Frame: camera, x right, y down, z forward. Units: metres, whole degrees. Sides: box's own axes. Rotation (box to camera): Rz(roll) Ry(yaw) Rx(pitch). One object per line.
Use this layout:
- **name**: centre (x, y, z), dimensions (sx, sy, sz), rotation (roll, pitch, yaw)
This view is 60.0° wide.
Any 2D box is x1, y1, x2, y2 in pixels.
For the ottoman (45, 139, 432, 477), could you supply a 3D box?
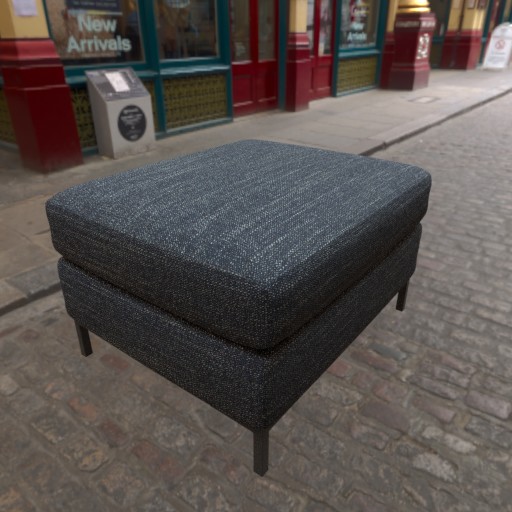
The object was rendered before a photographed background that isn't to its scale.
- **ottoman**: centre (0.000, 0.000, 1.208), dimensions (0.667, 0.491, 0.814), rotation (19, 32, 33)
